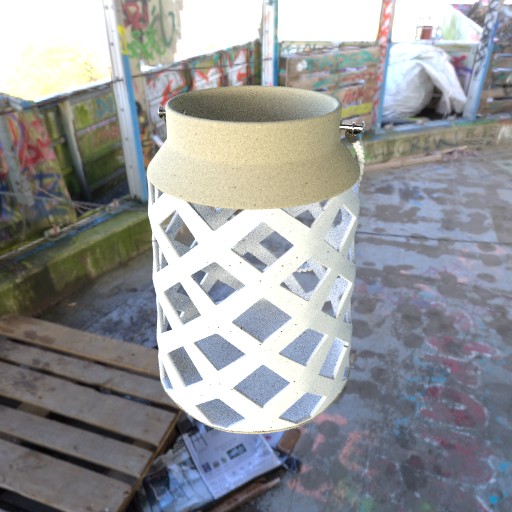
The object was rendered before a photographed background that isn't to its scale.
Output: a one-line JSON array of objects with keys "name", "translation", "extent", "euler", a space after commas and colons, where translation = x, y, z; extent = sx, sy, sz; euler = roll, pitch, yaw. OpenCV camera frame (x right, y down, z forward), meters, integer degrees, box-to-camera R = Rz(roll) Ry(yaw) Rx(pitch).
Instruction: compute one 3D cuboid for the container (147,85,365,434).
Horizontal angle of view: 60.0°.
[{"name": "container", "translation": [0.000, 0.000, 0.389], "extent": [0.188, 0.264, 0.198], "euler": [9, 32, 15]}]
